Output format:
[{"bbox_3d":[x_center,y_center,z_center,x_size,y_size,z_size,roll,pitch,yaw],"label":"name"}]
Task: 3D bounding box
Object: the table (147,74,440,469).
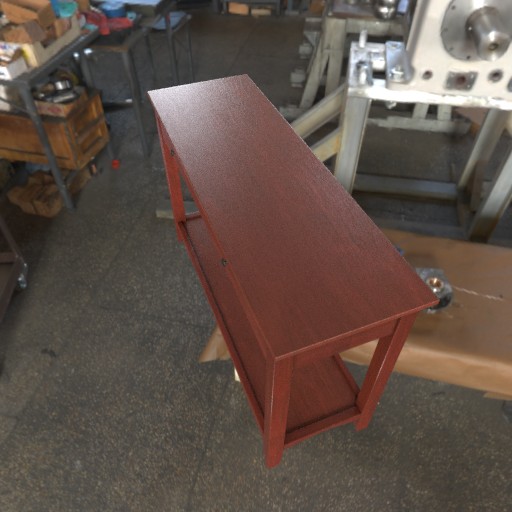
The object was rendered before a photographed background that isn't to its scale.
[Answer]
[{"bbox_3d":[0.000,0.000,1.560,0.392,0.739,1.188,-16,49,-15],"label":"table"}]
